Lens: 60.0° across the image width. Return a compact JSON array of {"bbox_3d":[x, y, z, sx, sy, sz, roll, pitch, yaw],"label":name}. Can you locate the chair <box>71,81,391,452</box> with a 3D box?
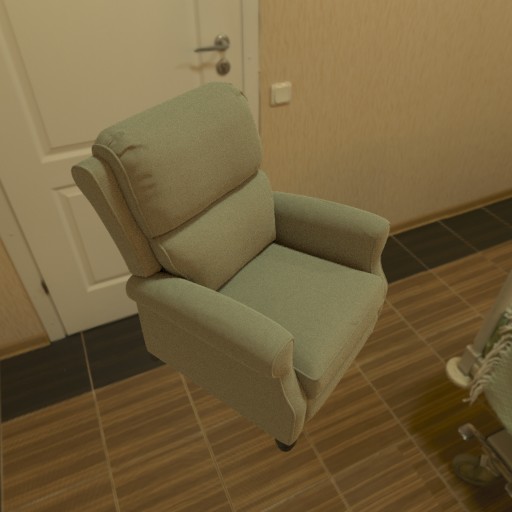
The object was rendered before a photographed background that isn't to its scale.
[{"bbox_3d":[0.000,0.000,1.726,0.919,1.046,0.859,26,47,27],"label":"chair"}]
